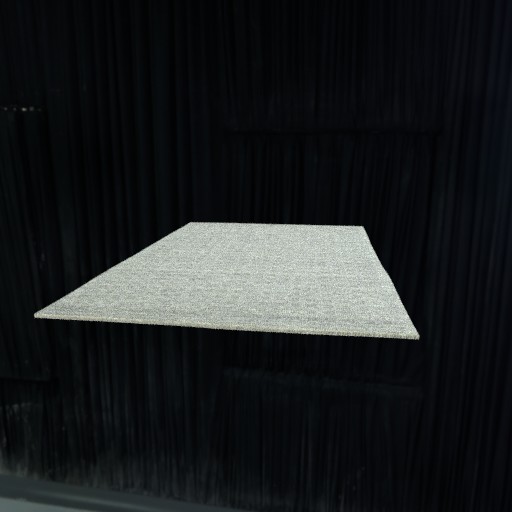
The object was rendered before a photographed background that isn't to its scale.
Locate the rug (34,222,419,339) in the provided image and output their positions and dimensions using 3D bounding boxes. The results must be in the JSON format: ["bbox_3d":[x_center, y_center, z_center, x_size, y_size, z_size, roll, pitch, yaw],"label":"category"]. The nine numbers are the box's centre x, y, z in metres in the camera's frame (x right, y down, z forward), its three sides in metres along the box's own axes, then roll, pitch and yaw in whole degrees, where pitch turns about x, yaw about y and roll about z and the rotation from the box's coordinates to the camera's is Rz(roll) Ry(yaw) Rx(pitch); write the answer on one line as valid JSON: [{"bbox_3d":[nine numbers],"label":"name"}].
[{"bbox_3d":[0.000,0.000,2.816,1.532,0.018,2.297,2,14,8],"label":"rug"}]
